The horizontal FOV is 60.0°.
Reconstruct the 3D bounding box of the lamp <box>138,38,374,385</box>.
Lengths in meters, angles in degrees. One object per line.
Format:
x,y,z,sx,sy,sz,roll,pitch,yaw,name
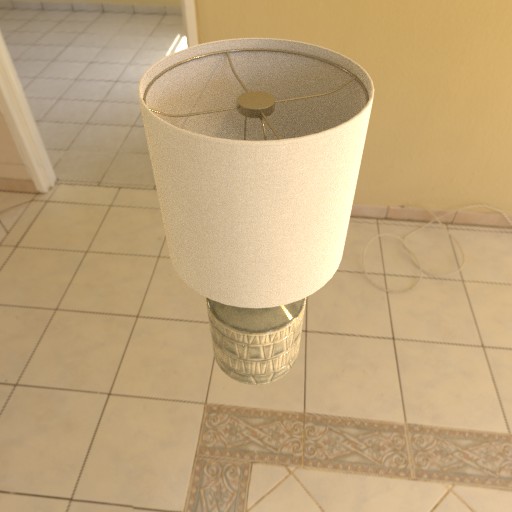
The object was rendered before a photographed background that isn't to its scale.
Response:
0.000,0.000,0.564,0.211,0.455,0.211,-3,46,-3,lamp
